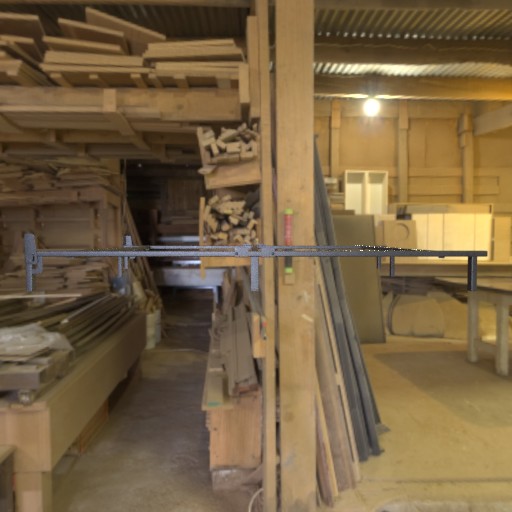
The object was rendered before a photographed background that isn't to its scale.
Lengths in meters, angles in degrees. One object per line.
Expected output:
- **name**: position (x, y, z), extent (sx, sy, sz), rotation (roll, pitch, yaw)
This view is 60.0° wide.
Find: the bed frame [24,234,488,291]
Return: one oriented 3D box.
- **bed frame**: position (0.000, 0.000, 2.647), extent (1.990, 0.248, 1.498), rotation (0, 2, 0)
